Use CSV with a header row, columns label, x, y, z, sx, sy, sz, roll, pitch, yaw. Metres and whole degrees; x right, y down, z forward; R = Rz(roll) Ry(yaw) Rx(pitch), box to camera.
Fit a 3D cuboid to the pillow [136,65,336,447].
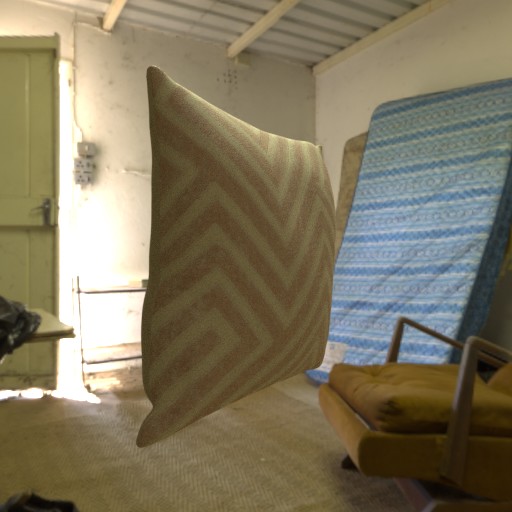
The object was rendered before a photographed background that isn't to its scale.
label,x,y,z,sx,sy,sz,roll,pitch,yaw
pillow,0.000,0.000,0.677,0.182,0.441,0.440,0,0,36
